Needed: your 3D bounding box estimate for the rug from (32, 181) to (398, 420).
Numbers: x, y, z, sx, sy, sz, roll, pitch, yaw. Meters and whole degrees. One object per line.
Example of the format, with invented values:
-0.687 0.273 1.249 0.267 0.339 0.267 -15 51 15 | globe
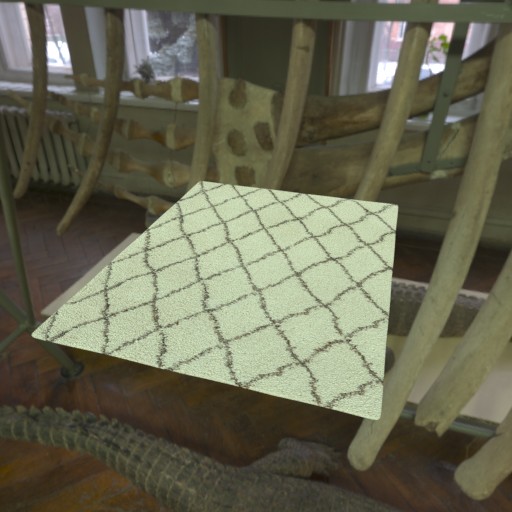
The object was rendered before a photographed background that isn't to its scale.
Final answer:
0.000 0.000 4.097 2.438 0.029 3.047 9 33 15 | rug
